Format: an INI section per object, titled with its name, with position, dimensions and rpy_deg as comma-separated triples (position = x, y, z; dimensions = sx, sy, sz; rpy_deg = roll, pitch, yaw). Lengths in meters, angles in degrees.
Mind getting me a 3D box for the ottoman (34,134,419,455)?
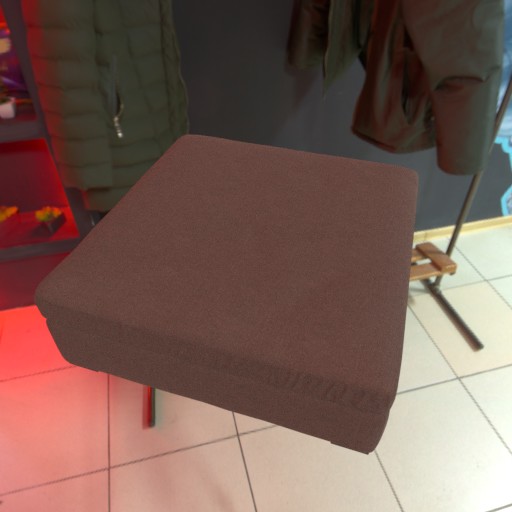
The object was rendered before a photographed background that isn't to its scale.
[ottoman]
position = 0.000, 0.000, 1.806
dimensions = 1.181, 0.470, 1.181
rpy_deg = 12, 43, 13
